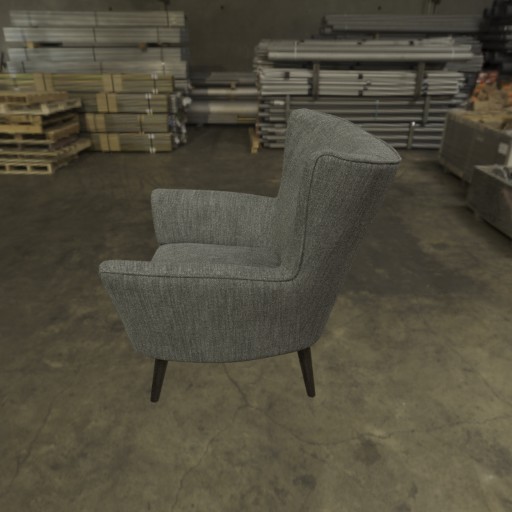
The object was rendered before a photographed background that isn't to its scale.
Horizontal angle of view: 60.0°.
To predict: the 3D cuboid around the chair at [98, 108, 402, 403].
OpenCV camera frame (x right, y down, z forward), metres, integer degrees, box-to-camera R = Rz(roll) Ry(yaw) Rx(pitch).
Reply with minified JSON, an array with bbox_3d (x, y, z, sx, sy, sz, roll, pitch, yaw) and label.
[{"bbox_3d":[0.000,0.000,1.612,0.888,0.933,0.781,0,26,1],"label":"chair"}]
